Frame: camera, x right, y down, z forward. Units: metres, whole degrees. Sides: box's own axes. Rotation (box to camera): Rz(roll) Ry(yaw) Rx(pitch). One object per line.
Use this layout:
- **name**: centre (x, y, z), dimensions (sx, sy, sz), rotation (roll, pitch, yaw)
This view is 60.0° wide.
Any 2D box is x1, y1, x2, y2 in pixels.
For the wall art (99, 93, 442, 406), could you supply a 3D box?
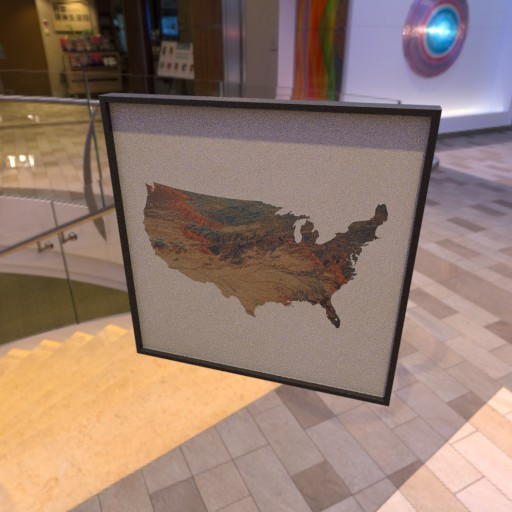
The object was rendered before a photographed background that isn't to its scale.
- **wall art**: centre (0.000, 0.000, 0.759), dimensions (0.507, 0.507, 0.038), rotation (8, 27, 15)
